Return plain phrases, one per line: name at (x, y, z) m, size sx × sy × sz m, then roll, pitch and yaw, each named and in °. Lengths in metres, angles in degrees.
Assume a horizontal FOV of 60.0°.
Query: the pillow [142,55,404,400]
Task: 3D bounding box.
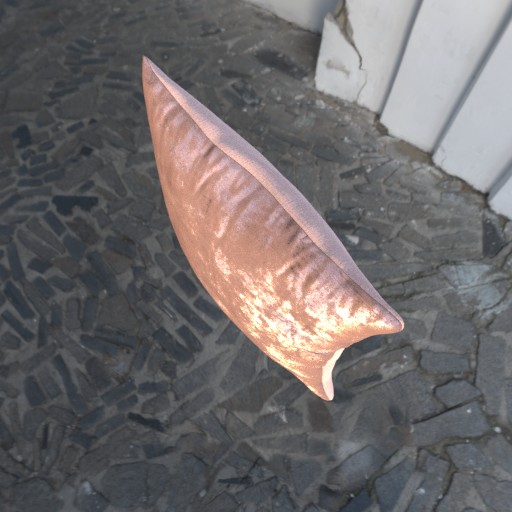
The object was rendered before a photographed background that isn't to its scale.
pillow at (0.000, 0.000, 0.707) m, size 0.175 × 0.464 × 0.470 m, roll -34°, pitch 69°, yaw -15°
